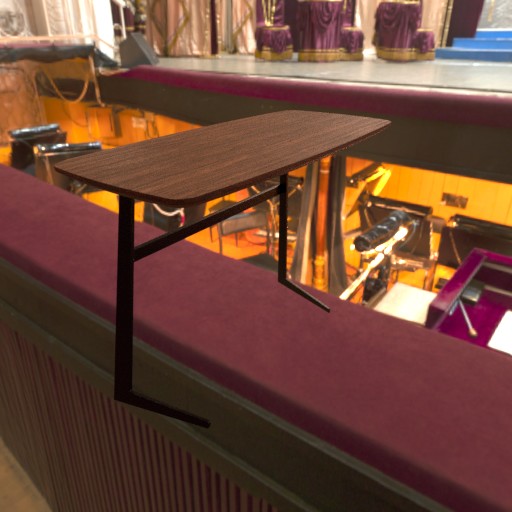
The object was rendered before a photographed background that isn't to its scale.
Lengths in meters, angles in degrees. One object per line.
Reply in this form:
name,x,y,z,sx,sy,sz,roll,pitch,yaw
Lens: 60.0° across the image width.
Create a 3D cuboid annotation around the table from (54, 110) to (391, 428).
table,0.000,0.000,1.096,0.361,0.576,0.804,18,32,32
